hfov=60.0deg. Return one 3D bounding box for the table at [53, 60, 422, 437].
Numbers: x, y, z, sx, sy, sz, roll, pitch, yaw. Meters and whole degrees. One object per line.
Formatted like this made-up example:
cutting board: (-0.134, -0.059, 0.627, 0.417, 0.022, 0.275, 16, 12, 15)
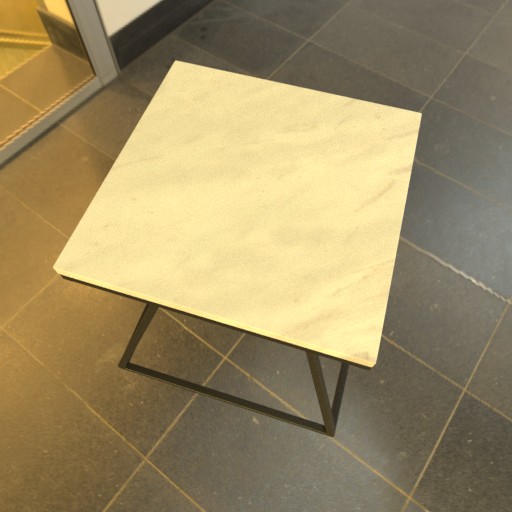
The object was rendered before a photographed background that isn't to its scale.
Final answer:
table: (0.000, 0.000, 0.805, 0.455, 0.431, 0.455, 15, 63, 8)
